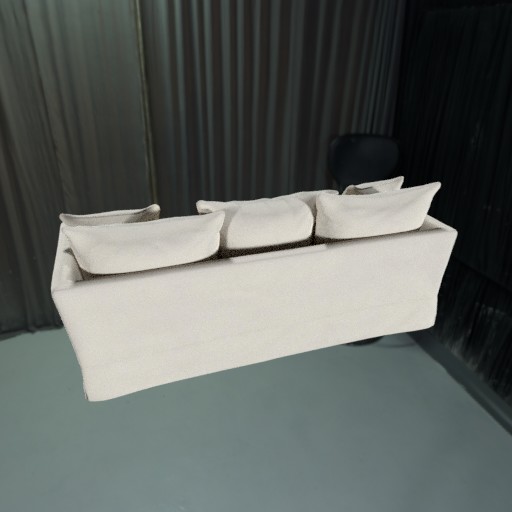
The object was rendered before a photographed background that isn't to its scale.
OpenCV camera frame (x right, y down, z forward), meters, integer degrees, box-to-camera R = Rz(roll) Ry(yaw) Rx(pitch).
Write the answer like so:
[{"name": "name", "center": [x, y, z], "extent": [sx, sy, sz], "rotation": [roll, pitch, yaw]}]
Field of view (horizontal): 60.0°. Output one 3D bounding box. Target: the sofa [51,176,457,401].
[{"name": "sofa", "center": [0.000, 0.000, 3.074], "extent": [2.499, 1.047, 1.046], "rotation": [-8, 27, -17]}]
